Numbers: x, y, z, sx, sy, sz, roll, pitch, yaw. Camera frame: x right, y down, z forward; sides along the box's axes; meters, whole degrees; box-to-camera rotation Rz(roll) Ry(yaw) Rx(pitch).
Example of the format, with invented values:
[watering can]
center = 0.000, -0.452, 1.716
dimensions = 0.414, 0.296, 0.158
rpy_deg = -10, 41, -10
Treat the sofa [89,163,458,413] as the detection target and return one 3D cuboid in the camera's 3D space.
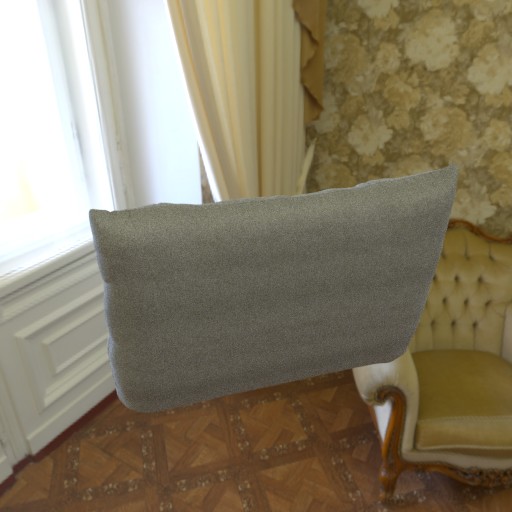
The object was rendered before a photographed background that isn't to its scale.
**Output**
[sofa]
center = 0.000, 0.000, 1.720
dimensions = 1.144, 0.795, 0.847
rpy_deg = -8, 27, -16
